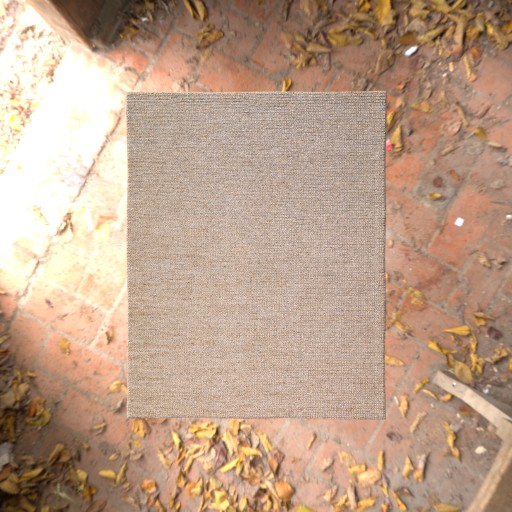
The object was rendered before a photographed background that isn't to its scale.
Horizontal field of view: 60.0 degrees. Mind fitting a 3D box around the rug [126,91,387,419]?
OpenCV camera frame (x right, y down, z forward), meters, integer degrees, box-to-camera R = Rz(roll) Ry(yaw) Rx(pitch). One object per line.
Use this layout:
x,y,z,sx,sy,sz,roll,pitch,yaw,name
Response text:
0.000,0.000,4.106,2.406,0.012,3.034,0,91,0,rug
